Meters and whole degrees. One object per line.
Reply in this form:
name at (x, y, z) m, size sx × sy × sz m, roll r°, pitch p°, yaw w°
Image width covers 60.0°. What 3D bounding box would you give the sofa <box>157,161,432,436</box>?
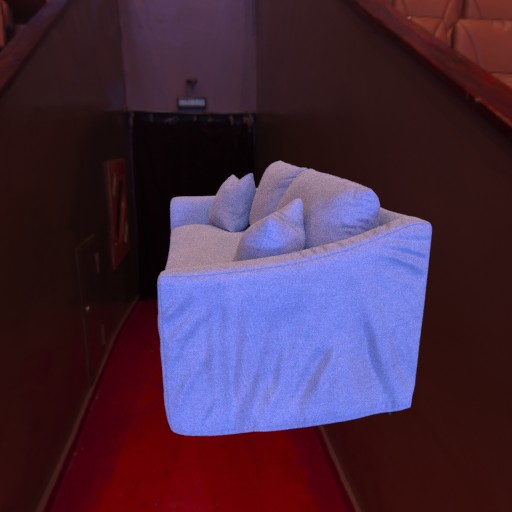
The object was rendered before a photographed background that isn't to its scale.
sofa at (0.000, 0.000, 2.628) m, size 1.072 × 1.018 × 2.010 m, roll -2°, pitch 15°, yaw -9°
